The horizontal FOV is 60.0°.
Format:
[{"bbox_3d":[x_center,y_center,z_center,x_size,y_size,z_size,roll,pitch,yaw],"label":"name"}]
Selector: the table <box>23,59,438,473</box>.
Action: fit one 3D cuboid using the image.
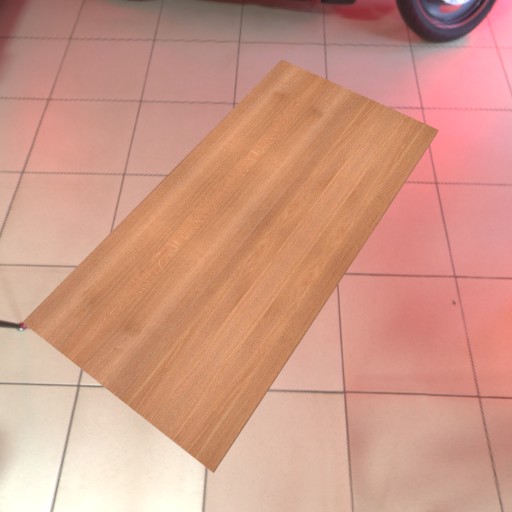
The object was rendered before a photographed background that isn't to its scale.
[{"bbox_3d":[0.000,0.000,2.230,0.900,0.750,1.800,31,66,16],"label":"table"}]
